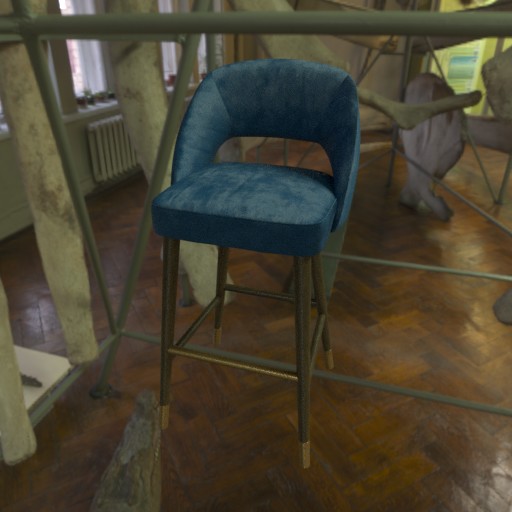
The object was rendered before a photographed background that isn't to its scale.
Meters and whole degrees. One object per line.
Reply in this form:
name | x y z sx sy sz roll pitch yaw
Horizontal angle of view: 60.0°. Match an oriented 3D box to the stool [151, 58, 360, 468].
stool | 0.000 0.000 1.280 0.514 1.016 0.515 9 29 16
